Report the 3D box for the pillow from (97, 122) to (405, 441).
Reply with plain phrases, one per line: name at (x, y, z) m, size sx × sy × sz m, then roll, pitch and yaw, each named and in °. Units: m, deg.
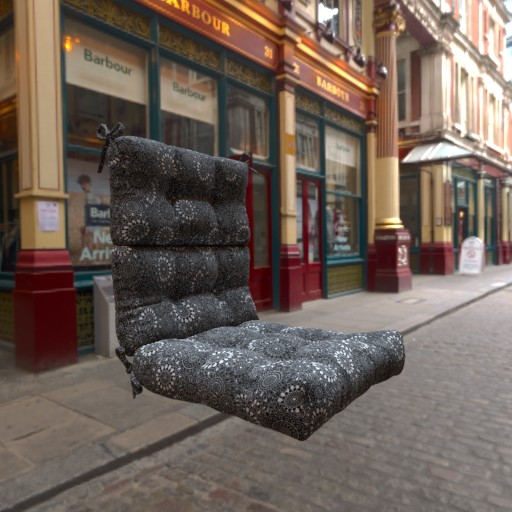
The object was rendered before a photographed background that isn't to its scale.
pillow at (0.000, 0.000, 1.039) m, size 0.571 × 0.605 × 0.519 m, roll 1°, pitch 2°, yaw 37°
